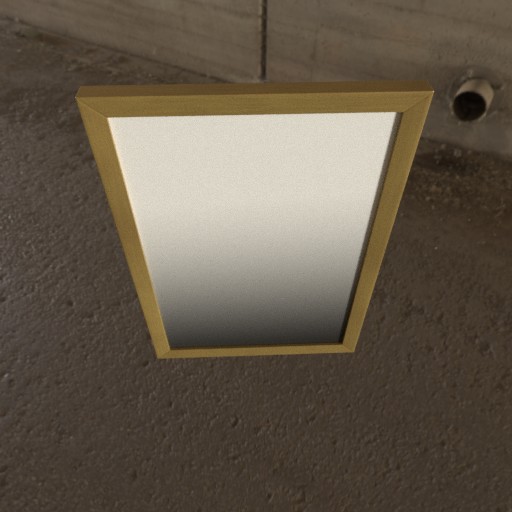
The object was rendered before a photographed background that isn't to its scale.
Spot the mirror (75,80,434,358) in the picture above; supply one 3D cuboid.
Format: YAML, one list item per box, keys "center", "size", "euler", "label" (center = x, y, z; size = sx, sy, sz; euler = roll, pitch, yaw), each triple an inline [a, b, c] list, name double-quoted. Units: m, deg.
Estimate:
- center: [0.000, 0.000, 0.898]
  size: [0.507, 0.710, 0.040]
  euler: [-2, 47, -1]
  label: "mirror"
